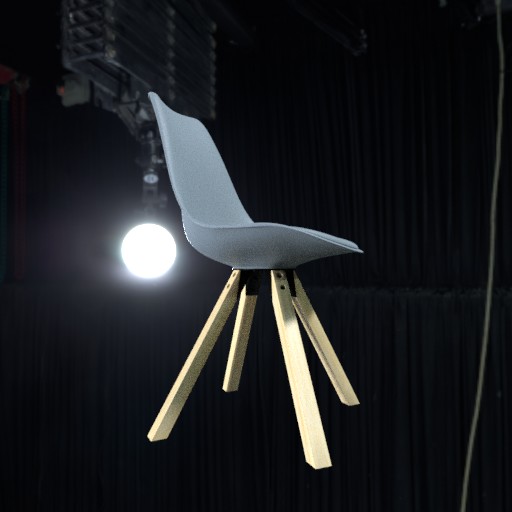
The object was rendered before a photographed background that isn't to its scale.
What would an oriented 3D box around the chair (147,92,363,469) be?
[{"bbox_3d":[0.000,0.000,1.166,0.549,0.850,0.485,0,-1,21],"label":"chair"}]
